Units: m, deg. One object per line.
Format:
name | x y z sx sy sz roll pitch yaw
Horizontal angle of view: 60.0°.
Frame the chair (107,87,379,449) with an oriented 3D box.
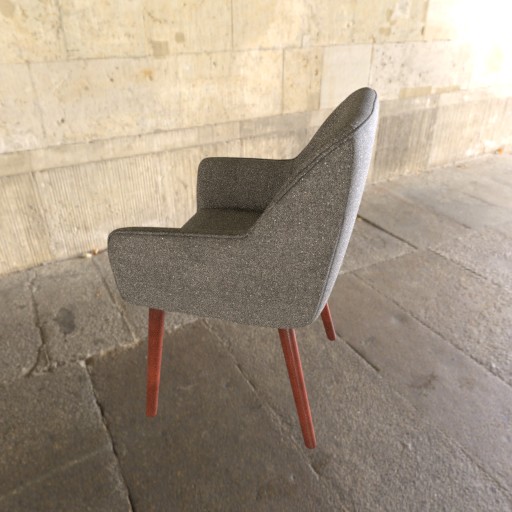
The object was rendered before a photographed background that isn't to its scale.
chair | 0.000 0.000 1.154 0.519 0.803 0.543 8 31 14
